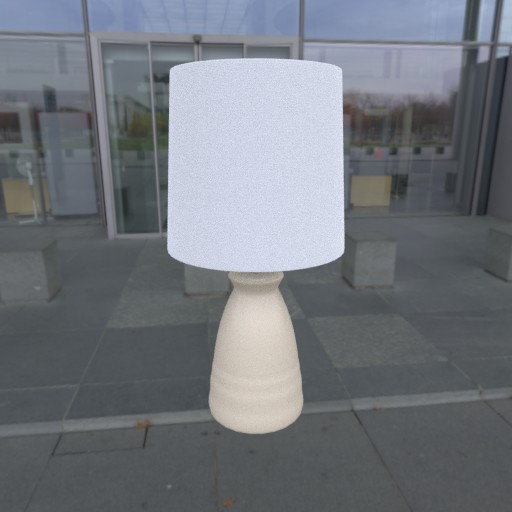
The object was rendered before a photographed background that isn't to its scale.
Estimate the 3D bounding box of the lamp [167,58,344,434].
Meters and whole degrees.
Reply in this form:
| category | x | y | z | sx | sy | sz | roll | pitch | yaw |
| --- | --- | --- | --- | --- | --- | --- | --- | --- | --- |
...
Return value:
| category | x | y | z | sx | sy | sz | roll | pitch | yaw |
| --- | --- | --- | --- | --- | --- | --- | --- | --- | --- |
| lamp | 0.000 | 0.000 | 0.478 | 0.186 | 0.369 | 0.186 | 0 | 16 | 0 |
